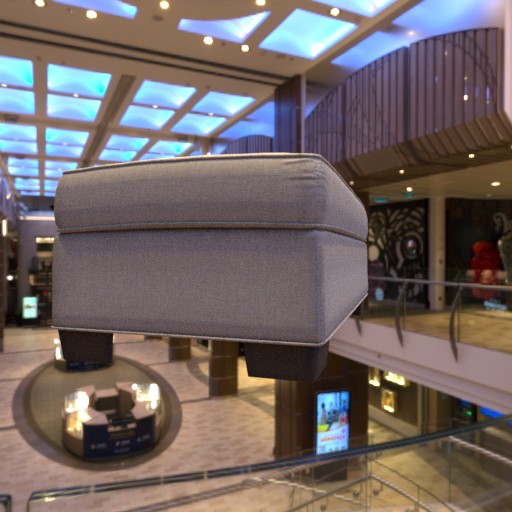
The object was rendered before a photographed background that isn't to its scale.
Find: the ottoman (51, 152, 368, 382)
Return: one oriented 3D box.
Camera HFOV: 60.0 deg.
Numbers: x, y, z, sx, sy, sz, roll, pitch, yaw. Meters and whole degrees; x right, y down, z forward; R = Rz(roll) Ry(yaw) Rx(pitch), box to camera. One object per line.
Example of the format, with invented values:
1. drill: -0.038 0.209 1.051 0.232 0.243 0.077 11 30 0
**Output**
1. ottoman: 0.000 0.000 1.404 0.617 0.461 1.097 0 0 18
